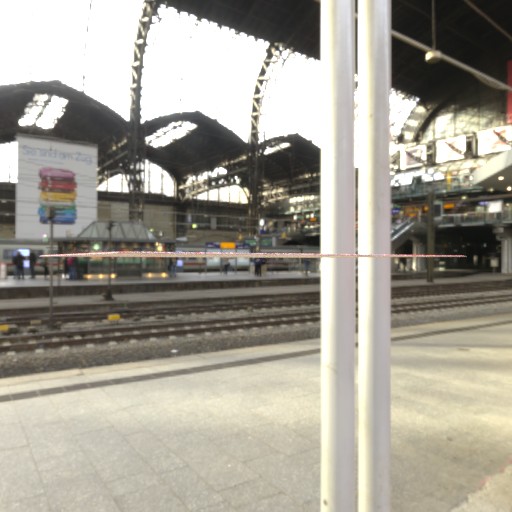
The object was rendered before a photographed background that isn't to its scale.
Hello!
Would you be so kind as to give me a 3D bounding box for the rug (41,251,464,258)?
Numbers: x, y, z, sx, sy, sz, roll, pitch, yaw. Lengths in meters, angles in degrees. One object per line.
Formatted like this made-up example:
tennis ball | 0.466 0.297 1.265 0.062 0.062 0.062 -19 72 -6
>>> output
rug | 0.000 0.000 2.272 1.829 0.006 1.219 0 -1 -35
